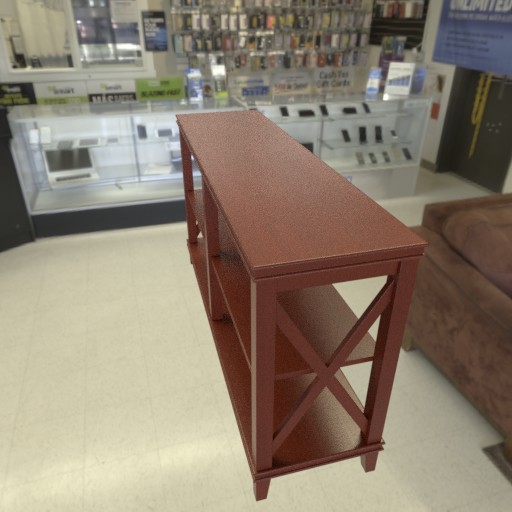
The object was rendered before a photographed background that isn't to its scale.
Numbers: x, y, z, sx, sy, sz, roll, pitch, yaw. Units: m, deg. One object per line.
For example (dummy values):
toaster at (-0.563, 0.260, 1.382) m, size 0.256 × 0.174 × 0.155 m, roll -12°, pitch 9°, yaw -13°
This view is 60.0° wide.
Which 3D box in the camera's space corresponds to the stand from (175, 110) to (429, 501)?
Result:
stand at (0.000, 0.000, 1.643) m, size 0.381 × 0.762 × 1.372 m, roll -8°, pitch 31°, yaw -13°
